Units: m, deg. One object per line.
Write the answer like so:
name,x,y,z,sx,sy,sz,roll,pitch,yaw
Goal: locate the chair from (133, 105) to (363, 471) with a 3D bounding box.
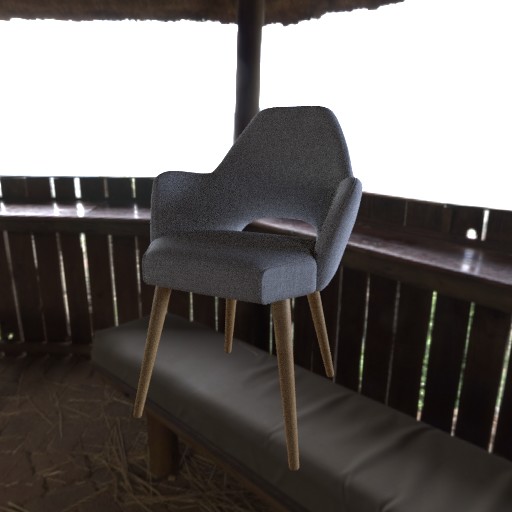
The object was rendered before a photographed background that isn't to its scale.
chair,0.000,0.000,1.249,0.590,0.840,0.610,7,16,25
